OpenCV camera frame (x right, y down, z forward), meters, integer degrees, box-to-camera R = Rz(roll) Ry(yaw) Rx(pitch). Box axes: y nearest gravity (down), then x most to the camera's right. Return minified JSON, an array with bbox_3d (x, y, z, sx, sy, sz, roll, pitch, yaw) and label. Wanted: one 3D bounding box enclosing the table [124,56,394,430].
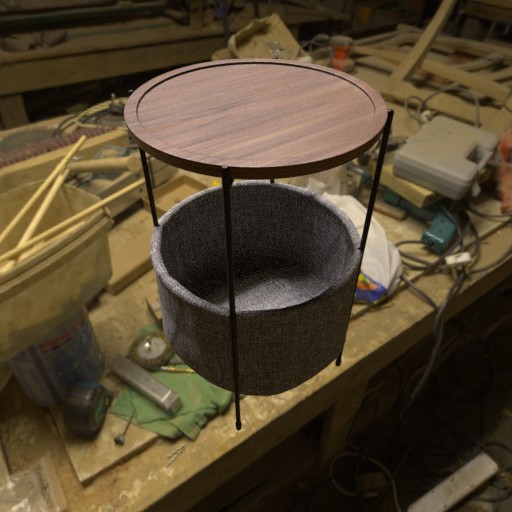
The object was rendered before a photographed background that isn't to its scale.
[{"bbox_3d":[0.000,0.000,0.869,0.400,0.623,0.400,-25,47,-25],"label":"table"}]
